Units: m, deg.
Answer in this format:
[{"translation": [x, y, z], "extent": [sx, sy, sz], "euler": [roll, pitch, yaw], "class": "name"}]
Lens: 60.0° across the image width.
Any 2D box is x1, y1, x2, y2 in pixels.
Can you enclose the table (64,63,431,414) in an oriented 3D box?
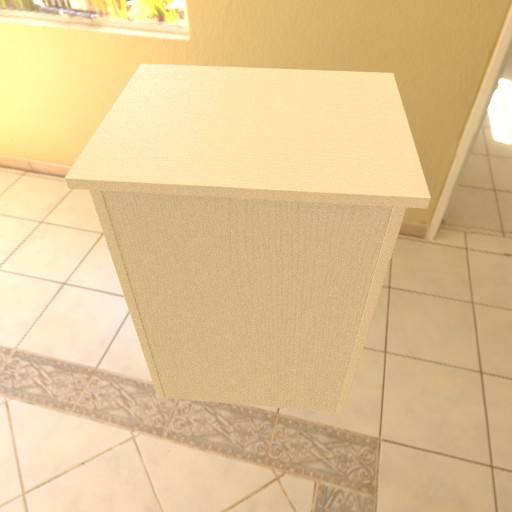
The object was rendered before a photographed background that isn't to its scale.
[{"translation": [0.000, 0.000, 0.935], "extent": [0.480, 0.635, 0.381], "euler": [4, 46, 4], "class": "table"}]
